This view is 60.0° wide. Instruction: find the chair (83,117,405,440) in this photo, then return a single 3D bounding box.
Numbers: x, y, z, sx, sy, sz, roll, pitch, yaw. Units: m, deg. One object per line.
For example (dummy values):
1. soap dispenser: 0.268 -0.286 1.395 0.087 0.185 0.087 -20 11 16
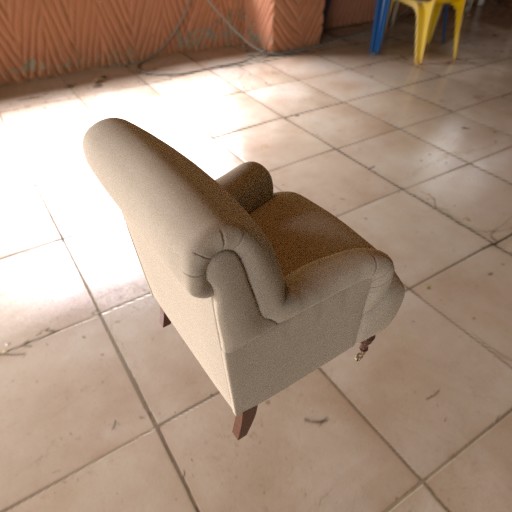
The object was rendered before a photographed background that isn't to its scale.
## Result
1. chair: 0.000 0.000 1.564 0.842 0.942 0.766 -23 45 -25
